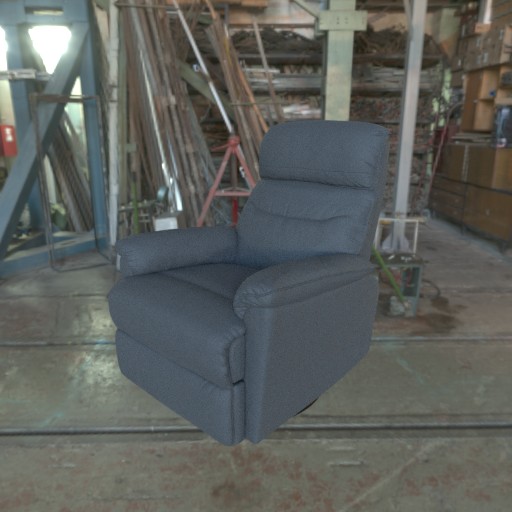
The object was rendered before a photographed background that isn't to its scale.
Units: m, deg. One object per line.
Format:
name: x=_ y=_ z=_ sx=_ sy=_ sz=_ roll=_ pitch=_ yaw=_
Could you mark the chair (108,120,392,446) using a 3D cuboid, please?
chair: x=0.000 y=0.000 z=1.753 sx=0.820 sy=1.037 sz=1.004 roll=15 pitch=22 yaw=41
